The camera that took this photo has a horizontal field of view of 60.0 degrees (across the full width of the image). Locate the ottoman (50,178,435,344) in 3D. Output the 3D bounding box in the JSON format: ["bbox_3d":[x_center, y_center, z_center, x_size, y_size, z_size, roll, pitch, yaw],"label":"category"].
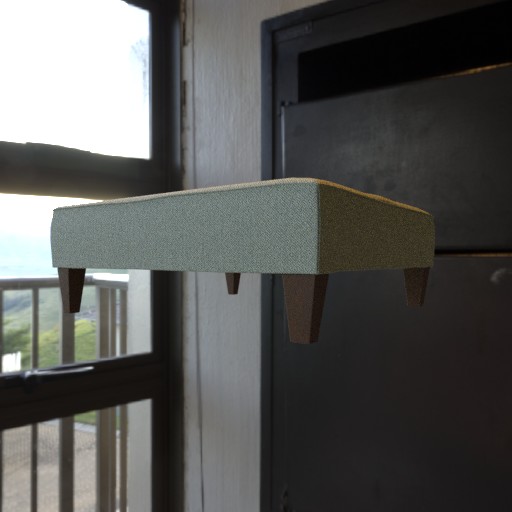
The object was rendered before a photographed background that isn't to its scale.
[{"bbox_3d":[0.000,0.000,1.579,1.004,0.379,0.968,0,0,35],"label":"ottoman"}]
